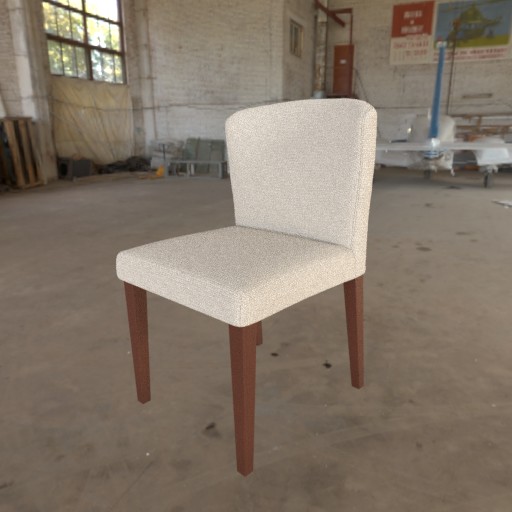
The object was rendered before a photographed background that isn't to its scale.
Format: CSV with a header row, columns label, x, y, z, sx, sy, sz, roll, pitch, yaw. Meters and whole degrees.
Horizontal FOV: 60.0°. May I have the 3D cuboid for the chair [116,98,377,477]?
label,x,y,z,sx,sy,sz,roll,pitch,yaw
chair,0.000,0.000,1.211,0.491,0.839,0.589,14,21,41
